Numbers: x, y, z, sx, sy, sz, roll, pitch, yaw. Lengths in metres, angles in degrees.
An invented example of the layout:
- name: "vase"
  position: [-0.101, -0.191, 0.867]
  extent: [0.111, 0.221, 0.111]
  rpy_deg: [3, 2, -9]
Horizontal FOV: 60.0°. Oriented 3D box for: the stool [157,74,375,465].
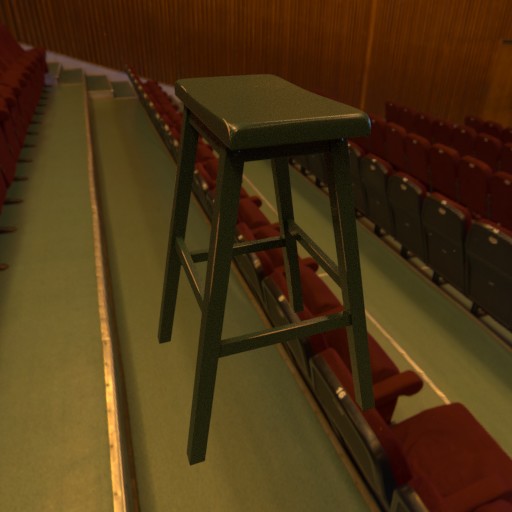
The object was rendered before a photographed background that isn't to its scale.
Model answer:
- name: "stool"
  position: [0.000, 0.000, 1.052]
  extent: [0.476, 0.737, 0.457]
  rpy_deg: [-10, 32, -17]
